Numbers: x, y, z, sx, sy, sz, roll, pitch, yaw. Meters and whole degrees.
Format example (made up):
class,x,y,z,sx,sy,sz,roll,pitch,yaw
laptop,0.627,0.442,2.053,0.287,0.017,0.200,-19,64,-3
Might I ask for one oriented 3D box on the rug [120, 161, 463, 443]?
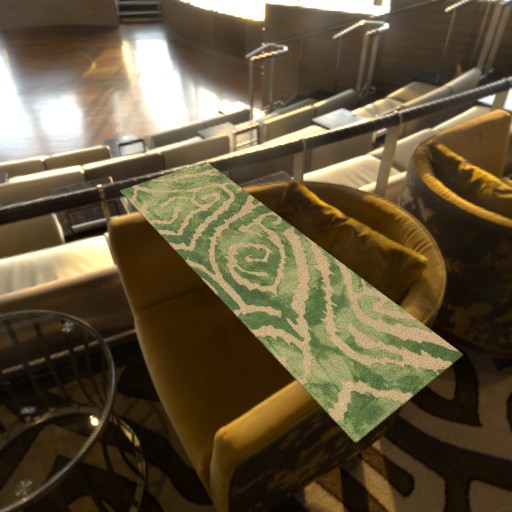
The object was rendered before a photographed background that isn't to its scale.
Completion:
class,x,y,z,sx,sy,sz,roll,pitch,yaw
rug,0.000,0.000,2.774,0.761,0.006,2.438,-26,47,-27
